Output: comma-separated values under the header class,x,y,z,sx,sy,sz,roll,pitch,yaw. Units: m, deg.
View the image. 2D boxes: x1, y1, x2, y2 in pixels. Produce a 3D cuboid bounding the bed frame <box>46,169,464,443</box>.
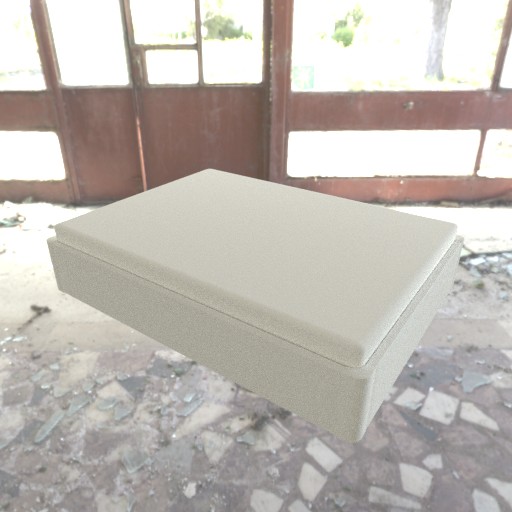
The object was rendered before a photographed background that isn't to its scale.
class,x,y,z,sx,sy,sz,roll,pitch,yaw
bed frame,0.000,0.000,2.524,1.900,0.406,1.400,18,33,31
